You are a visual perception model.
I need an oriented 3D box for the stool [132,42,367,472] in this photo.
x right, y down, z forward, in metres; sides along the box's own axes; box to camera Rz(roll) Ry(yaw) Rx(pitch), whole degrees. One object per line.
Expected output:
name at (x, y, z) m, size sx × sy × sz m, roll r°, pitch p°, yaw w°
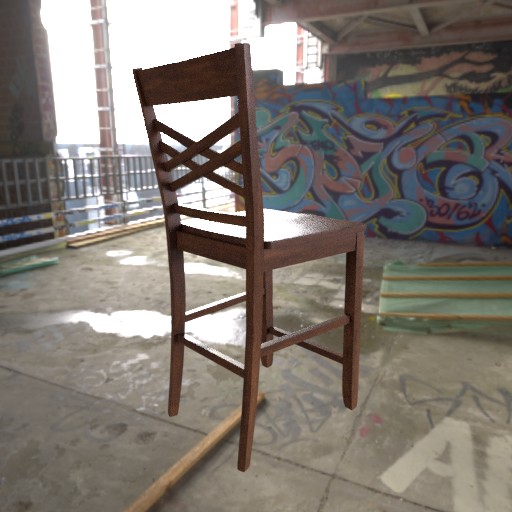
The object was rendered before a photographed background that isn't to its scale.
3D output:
stool at (0.000, 0.000, 1.366) m, size 0.539 × 1.079 × 0.462 m, roll -13°, pitch 19°, yaw -42°
